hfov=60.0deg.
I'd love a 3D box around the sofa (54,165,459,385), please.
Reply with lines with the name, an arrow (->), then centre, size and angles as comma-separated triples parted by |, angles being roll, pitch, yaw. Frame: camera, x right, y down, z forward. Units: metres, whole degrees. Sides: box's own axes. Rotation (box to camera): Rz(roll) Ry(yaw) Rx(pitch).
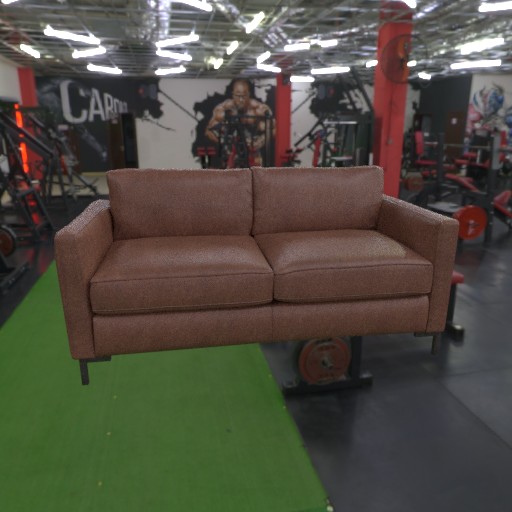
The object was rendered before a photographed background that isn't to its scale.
sofa -> 0.000, 0.000, 2.334 | 1.797, 0.883, 0.899 | -3, 17, -9
